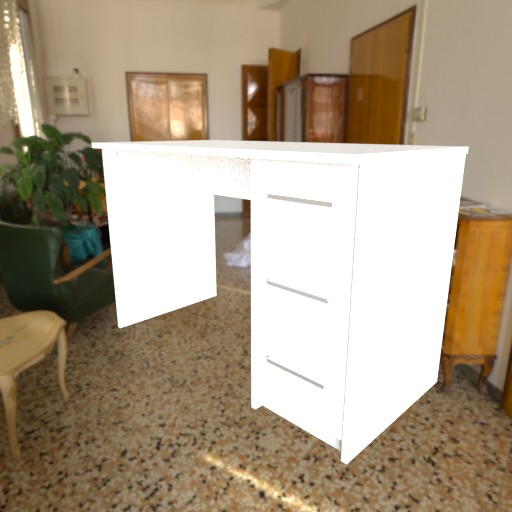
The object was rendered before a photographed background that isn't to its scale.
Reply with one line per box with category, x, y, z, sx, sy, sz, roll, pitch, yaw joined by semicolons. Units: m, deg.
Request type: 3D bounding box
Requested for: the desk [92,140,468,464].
desk;0.000;0.000;1.505;1.097;0.735;0.560;15;22;43
